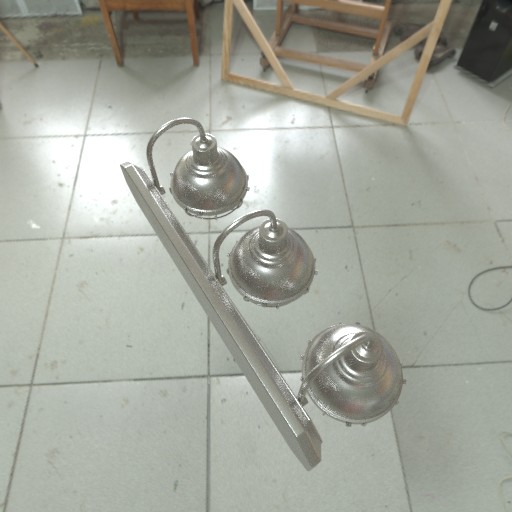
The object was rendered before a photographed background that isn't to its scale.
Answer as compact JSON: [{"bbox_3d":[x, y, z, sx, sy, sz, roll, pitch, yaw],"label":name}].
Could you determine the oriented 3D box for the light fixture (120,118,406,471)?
[{"bbox_3d":[0.000,0.000,0.757,0.229,0.254,0.634,-28,63,-16],"label":"light fixture"}]
